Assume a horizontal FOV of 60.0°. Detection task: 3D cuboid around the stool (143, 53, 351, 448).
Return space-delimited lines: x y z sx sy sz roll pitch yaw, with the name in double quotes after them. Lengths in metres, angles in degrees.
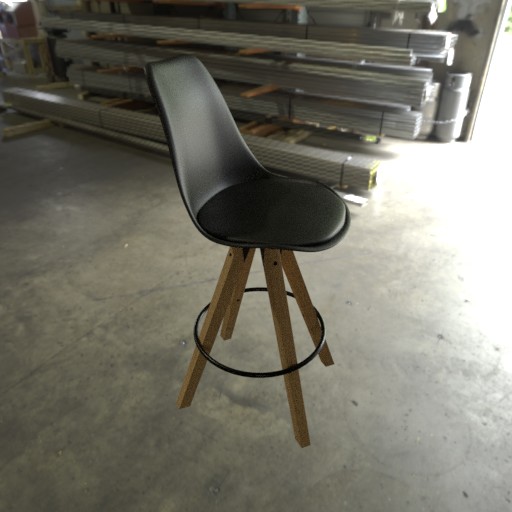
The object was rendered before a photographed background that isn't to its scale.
0.000 0.000 1.383 0.550 1.115 0.485 11 33 17 "stool"
